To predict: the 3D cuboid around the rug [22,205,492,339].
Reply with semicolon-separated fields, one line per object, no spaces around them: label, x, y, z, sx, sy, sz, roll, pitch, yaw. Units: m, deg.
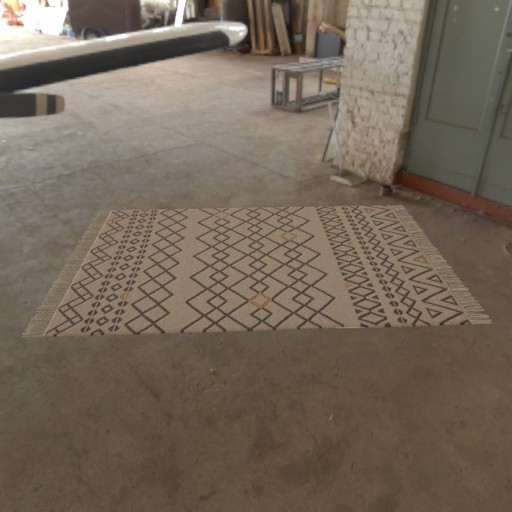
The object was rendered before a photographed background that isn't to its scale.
rug;0.000;0.000;2.398;2.023;0.028;1.224;-1;31;-2
